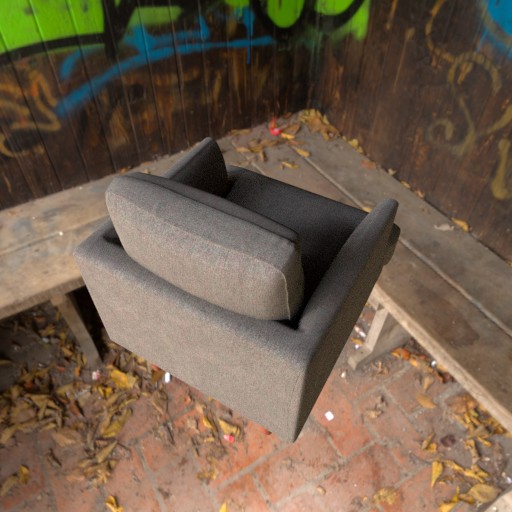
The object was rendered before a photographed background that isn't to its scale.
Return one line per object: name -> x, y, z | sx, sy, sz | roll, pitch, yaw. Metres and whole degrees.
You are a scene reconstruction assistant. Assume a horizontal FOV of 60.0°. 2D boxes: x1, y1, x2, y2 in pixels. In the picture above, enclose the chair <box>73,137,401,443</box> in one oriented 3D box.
chair -> 0.000, 0.000, 1.655 | 0.858, 0.957, 0.899 | 23, 51, 20
